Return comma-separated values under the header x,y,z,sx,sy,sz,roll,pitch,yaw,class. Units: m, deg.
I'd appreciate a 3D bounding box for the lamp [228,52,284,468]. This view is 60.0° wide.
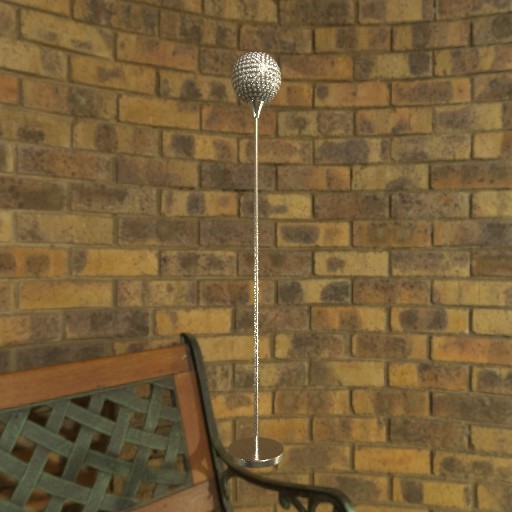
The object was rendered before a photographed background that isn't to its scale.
x,y,z,sx,sy,sz,roll,pitch,yaw,class
0.000,0.000,2.017,0.254,1.805,0.254,0,-1,0,lamp
